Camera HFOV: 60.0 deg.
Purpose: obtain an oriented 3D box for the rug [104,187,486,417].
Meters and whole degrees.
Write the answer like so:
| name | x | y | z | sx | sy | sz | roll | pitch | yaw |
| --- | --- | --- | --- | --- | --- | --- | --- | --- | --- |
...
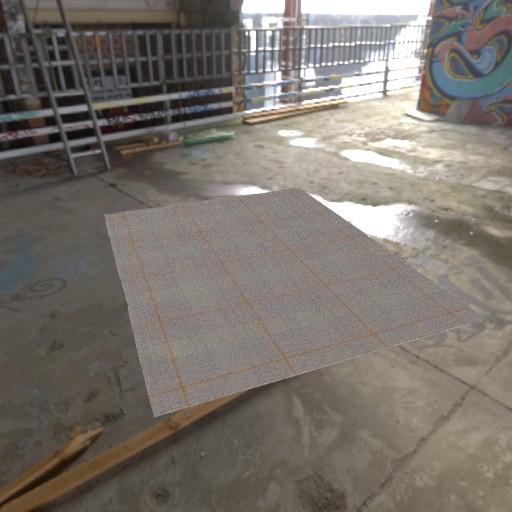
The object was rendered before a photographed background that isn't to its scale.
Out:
| name | x | y | z | sx | sy | sz | roll | pitch | yaw |
| --- | --- | --- | --- | --- | --- | --- | --- | --- | --- |
| rug | 0.000 | 0.000 | 4.111 | 2.448 | 0.021 | 3.051 | -11 | 30 | -19 |
